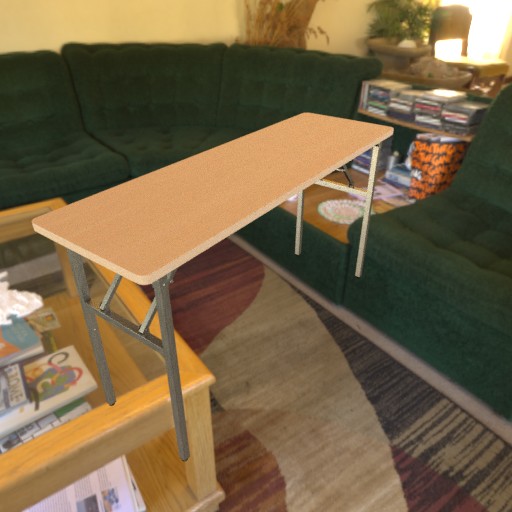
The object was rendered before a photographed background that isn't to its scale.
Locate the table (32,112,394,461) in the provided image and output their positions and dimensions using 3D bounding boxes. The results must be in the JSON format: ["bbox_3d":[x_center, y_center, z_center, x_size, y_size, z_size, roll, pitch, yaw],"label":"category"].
[{"bbox_3d":[0.000,0.000,1.714,0.446,0.750,1.397,21,38,30],"label":"table"}]
